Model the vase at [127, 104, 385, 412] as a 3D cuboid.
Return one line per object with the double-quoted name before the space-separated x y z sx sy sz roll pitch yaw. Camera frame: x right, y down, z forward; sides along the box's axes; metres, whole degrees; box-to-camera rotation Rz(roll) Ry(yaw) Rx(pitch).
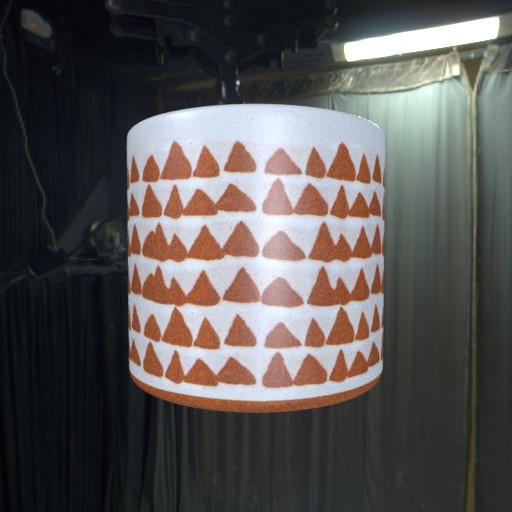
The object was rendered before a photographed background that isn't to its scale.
"vase" 0.000 0.000 0.247 0.137 0.127 0.137 0 2 0
